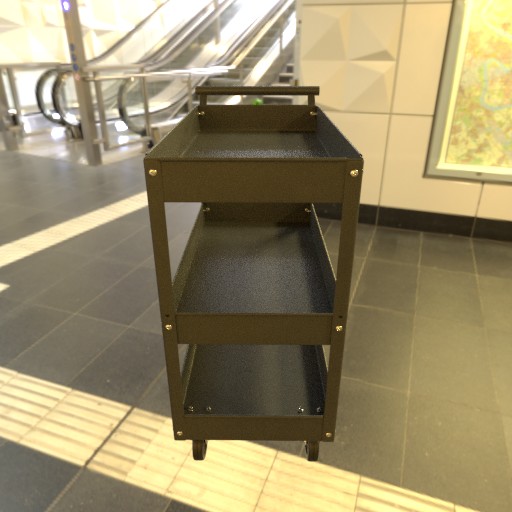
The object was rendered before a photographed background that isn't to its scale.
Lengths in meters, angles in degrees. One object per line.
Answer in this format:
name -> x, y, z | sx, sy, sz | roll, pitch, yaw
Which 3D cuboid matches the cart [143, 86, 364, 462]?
cart -> 0.000, 0.000, 1.165 | 0.366, 0.780, 0.719 | 0, 26, 1
